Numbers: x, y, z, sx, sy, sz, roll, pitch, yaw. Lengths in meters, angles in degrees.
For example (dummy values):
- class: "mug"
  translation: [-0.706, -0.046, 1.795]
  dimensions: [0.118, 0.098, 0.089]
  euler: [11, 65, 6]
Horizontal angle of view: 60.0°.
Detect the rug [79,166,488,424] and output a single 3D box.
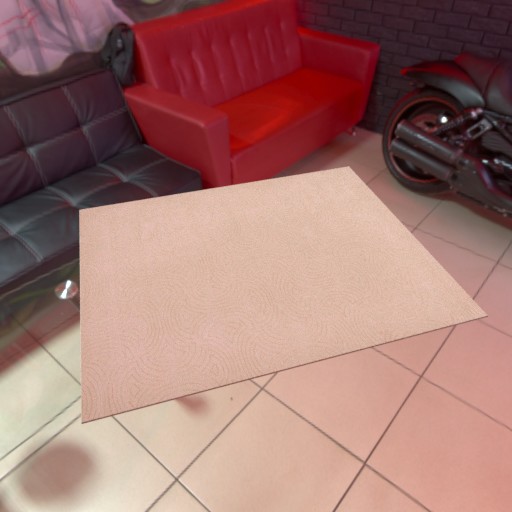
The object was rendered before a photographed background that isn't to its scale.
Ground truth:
- class: "rug"
  translation: [0.000, 0.000, 3.397]
  dimensions: [2.584, 0.011, 2.073]
  euler: [-11, 42, -13]
